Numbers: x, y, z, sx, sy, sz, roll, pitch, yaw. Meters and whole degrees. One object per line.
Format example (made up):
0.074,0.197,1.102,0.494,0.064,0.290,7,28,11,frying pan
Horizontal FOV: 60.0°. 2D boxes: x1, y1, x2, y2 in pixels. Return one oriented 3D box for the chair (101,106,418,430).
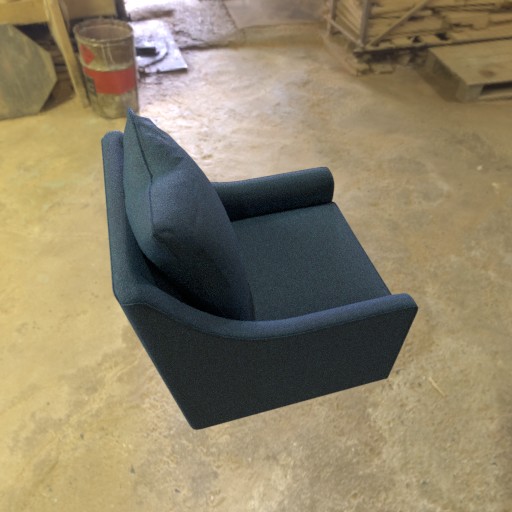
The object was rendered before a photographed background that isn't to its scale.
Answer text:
0.000,0.000,1.570,0.870,0.939,0.750,-12,48,-11,chair
